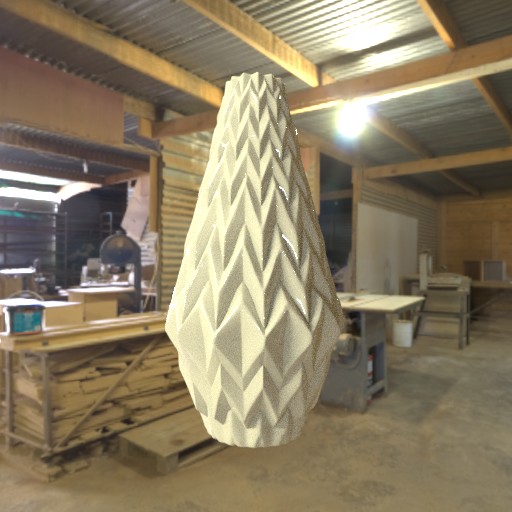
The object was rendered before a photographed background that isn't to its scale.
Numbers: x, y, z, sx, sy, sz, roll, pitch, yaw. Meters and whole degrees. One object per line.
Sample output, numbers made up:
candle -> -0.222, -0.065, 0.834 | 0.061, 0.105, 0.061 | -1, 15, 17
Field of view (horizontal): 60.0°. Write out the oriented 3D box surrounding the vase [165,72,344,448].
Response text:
vase -> 0.000, 0.000, 0.422 | 0.167, 0.328, 0.167 | 0, 0, 0
